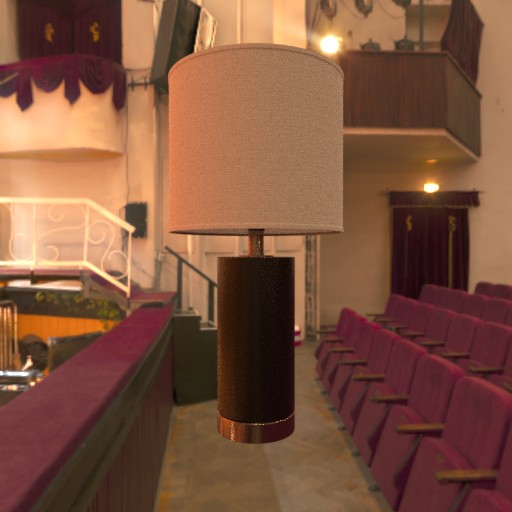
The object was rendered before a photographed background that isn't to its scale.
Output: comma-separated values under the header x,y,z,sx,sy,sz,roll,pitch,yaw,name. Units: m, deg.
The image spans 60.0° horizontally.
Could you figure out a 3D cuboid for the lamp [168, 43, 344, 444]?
x,y,z,sx,sy,sz,roll,pitch,yaw,name
0.000,0.000,0.621,0.241,0.482,0.240,0,1,0,lamp
